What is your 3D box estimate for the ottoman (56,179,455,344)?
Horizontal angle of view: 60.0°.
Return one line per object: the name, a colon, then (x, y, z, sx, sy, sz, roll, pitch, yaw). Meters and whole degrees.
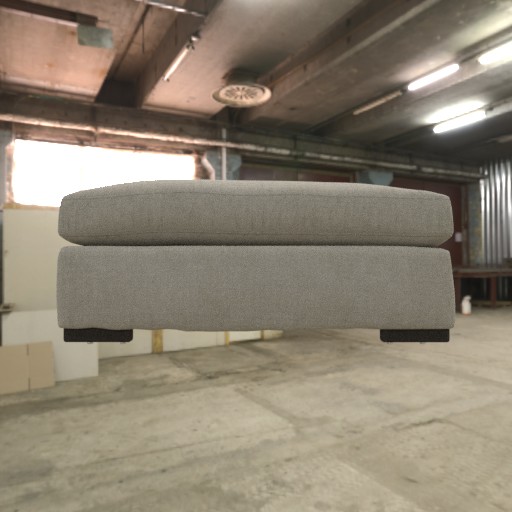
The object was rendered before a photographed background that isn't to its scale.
ottoman: (0.000, 0.000, 1.832, 1.171, 0.517, 1.203, 0, -1, 0)
